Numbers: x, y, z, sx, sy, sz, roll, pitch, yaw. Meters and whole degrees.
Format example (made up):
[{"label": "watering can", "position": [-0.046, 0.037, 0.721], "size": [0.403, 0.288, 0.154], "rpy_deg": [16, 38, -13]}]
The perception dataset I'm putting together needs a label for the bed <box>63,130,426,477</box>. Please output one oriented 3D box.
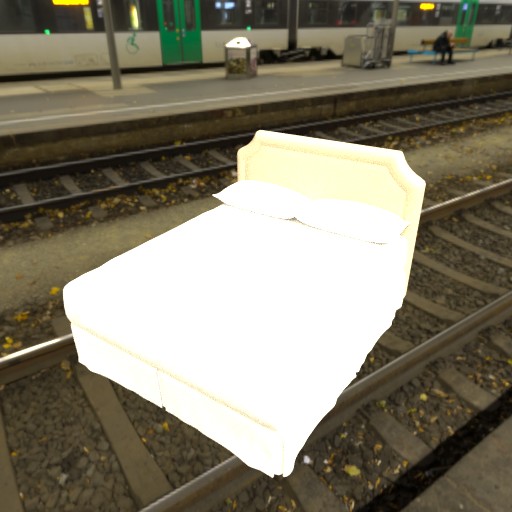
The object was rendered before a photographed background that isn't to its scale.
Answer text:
[{"label": "bed", "position": [0.000, 0.000, 3.859], "size": [2.134, 1.524, 2.548], "rpy_deg": [18, 33, 29]}]
